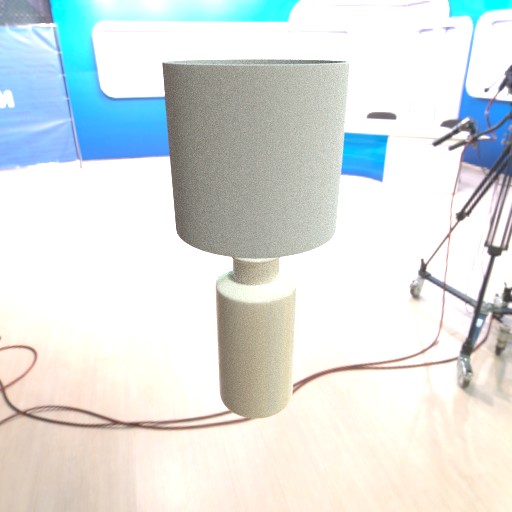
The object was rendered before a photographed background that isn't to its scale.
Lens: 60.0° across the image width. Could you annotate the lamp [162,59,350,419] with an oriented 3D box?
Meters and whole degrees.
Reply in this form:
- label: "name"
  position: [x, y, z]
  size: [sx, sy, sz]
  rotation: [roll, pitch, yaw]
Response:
- label: "lamp"
  position: [0.000, 0.000, 0.612]
  size: [0.212, 0.493, 0.212]
  rotation: [17, 30, 32]
